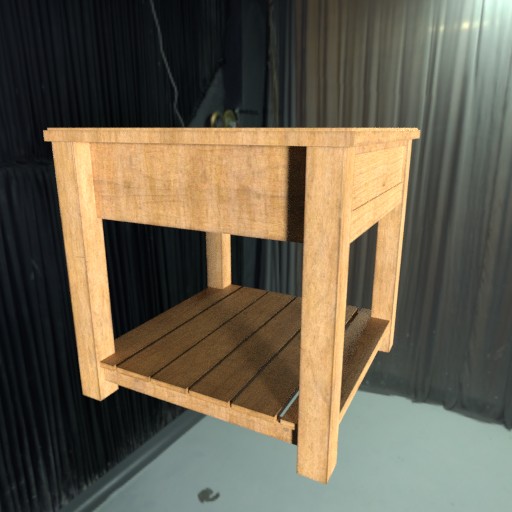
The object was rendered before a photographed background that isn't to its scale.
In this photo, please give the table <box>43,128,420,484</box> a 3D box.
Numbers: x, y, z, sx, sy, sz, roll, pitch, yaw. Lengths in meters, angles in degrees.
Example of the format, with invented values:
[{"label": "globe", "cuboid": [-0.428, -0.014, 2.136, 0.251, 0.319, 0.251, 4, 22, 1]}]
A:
[{"label": "table", "cuboid": [0.000, 0.000, 1.068, 0.616, 0.593, 0.612, 8, 18, 26]}]
